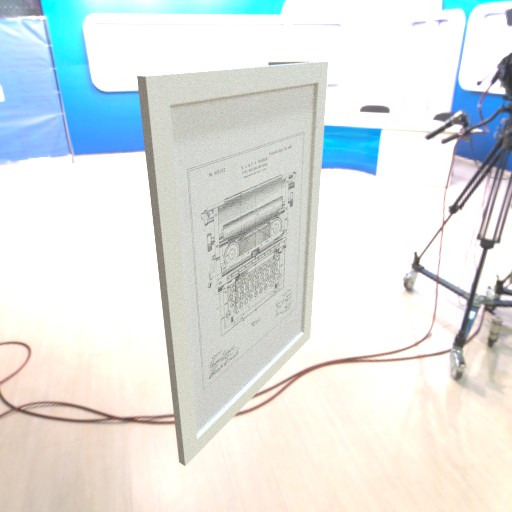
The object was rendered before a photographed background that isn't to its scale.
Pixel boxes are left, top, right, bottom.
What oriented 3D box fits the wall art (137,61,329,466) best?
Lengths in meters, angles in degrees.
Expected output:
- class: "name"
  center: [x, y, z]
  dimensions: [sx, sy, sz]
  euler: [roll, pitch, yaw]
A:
- class: "wall art"
  center: [0.000, 0.000, 0.678]
  dimensions: [0.013, 0.533, 0.381]
  euler: [17, 31, 31]
